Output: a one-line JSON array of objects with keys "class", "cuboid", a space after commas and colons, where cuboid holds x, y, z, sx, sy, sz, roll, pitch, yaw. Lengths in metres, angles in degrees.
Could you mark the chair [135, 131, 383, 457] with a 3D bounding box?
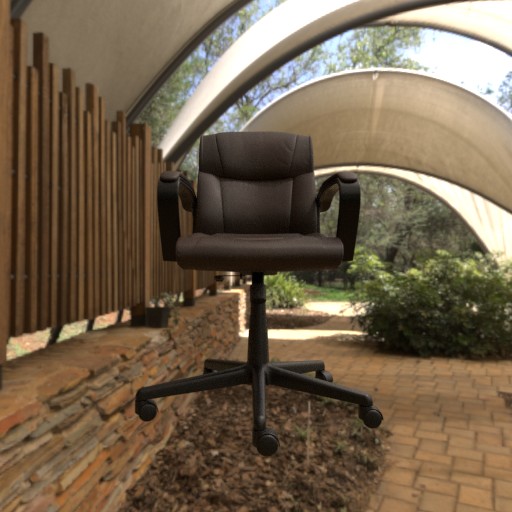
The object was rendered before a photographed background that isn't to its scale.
[{"class": "chair", "cuboid": [0.000, 0.000, 1.458, 0.739, 1.004, 0.717, 0, -1, 0]}]
